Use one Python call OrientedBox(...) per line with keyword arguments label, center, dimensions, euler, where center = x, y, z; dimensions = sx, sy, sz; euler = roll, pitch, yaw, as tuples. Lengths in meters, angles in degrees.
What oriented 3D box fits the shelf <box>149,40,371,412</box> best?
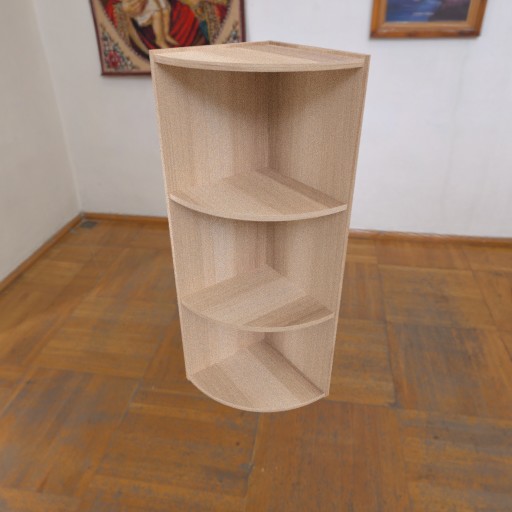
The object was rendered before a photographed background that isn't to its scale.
OrientedBox(label="shelf", center=(0.000, 0.000, 1.037), dimensions=(0.290, 0.872, 0.290), euler=(-21, 37, -30))
